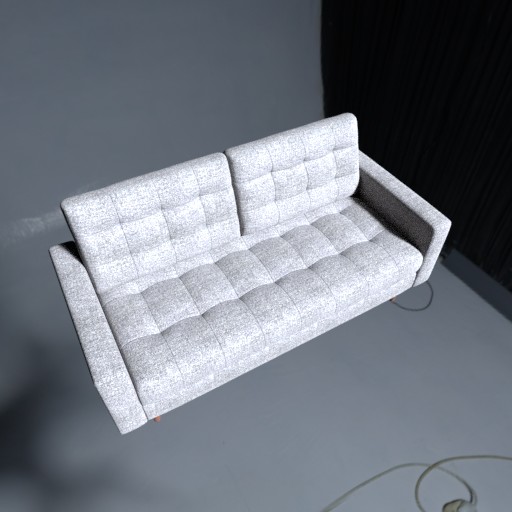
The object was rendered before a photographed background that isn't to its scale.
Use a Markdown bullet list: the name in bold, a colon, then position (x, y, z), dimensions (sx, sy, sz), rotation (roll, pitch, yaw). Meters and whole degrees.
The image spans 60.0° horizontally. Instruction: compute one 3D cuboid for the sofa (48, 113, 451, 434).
- **sofa**: position (0.000, 0.000, 2.279), dimensions (1.821, 0.902, 0.863), rotation (-22, 50, -20)
